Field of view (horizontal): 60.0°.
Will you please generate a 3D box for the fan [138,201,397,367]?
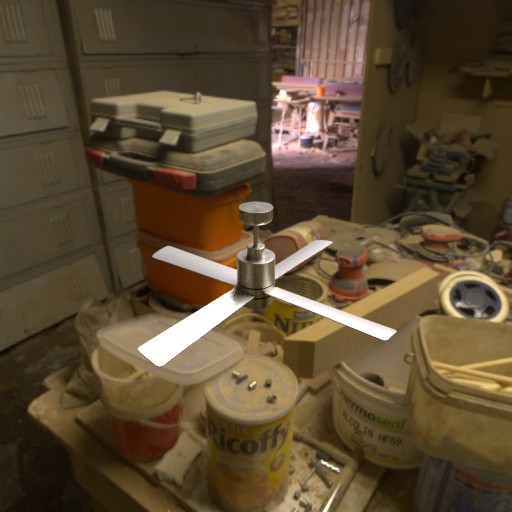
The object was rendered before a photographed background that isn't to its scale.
[{"bbox_3d":[0.000,0.000,2.321,1.525,0.539,1.525,18,31,33],"label":"fan"}]
